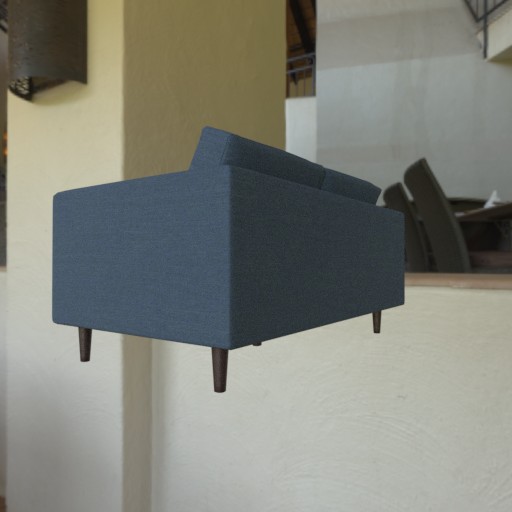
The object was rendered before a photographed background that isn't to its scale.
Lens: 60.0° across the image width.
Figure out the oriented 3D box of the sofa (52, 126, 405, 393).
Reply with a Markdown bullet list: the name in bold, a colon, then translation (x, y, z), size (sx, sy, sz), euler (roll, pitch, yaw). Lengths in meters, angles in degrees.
- **sofa**: translation (0.000, 0.000, 2.255), size (0.999, 0.907, 1.659), euler (0, -1, 36)
